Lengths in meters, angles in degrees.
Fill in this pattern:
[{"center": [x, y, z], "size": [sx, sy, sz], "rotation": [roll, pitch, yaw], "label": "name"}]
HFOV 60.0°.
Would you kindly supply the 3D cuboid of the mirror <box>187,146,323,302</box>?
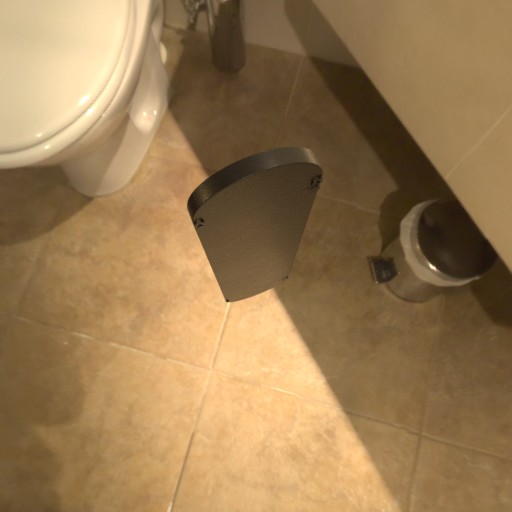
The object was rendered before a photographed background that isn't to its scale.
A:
[{"center": [0.000, 0.000, 1.090], "size": [0.222, 0.991, 0.032], "rotation": [-21, 76, -5], "label": "mirror"}]
